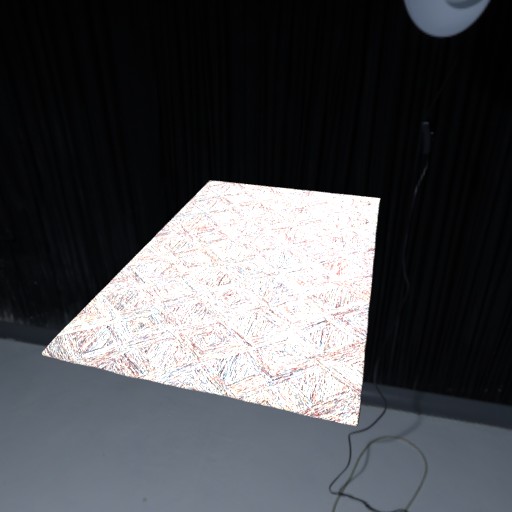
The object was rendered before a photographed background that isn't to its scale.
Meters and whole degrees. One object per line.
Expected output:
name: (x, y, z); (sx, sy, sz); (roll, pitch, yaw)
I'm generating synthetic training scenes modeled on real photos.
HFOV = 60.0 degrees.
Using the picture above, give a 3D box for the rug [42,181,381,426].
rug: (0.000, 0.000, 2.195); (1.143, 0.014, 1.761); (8, 32, 13)
